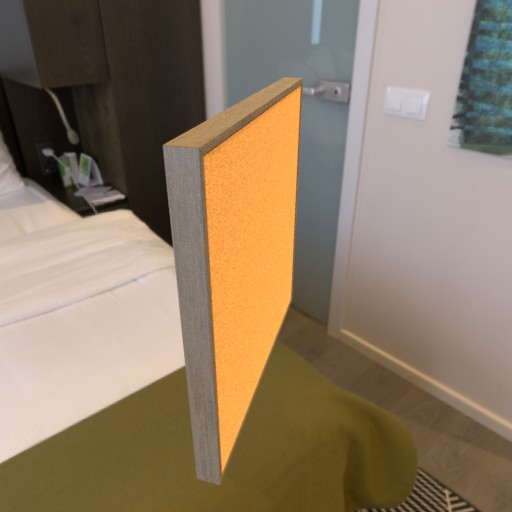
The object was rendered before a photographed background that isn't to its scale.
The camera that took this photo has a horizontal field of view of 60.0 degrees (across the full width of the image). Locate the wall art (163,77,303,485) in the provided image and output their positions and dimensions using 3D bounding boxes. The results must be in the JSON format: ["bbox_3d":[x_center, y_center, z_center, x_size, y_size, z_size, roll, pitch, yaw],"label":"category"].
[{"bbox_3d":[0.000,0.000,0.755,0.037,0.507,0.507,8,30,14],"label":"wall art"}]
